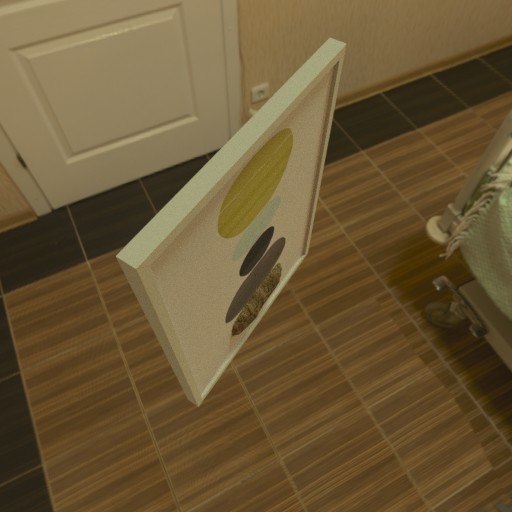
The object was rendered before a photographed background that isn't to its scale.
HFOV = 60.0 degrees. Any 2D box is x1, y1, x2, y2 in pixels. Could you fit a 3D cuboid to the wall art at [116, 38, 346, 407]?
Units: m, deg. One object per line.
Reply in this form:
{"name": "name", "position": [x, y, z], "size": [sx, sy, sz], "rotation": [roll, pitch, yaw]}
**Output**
{"name": "wall art", "position": [0.000, 0.000, 1.056], "size": [0.055, 0.763, 0.611], "rotation": [29, 62, 17]}
